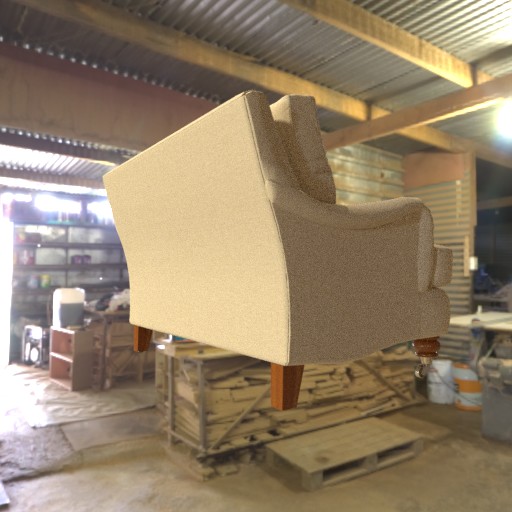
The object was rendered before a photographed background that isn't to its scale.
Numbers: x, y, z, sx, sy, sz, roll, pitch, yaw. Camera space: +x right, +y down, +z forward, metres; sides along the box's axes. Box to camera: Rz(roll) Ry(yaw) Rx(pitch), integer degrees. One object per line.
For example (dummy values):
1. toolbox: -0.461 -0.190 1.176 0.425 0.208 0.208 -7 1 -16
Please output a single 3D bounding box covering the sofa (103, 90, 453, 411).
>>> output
1. sofa: 0.000 0.000 2.172 1.087 1.048 1.508 1 -3 -35
